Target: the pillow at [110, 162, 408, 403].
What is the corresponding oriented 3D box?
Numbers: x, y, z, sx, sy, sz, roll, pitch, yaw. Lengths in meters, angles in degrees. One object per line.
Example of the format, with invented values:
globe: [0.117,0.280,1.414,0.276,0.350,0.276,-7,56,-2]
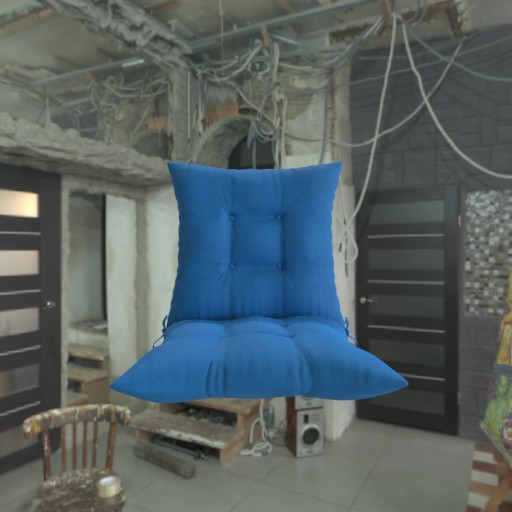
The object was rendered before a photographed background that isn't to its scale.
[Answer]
pillow: [0.000,0.000,1.028,0.541,0.536,0.585,0,1,-1]
